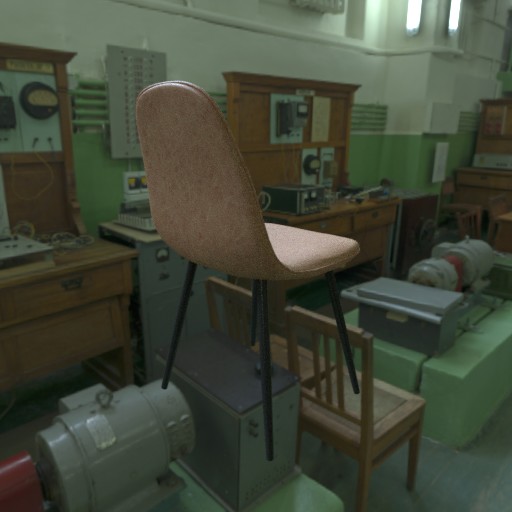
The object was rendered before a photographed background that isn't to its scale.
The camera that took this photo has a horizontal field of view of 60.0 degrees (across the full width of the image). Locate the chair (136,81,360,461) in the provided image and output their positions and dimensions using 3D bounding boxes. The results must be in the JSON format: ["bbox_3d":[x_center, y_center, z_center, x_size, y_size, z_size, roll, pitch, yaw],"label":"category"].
[{"bbox_3d":[0.000,0.000,1.258,0.472,0.889,0.561,15,22,42],"label":"chair"}]
